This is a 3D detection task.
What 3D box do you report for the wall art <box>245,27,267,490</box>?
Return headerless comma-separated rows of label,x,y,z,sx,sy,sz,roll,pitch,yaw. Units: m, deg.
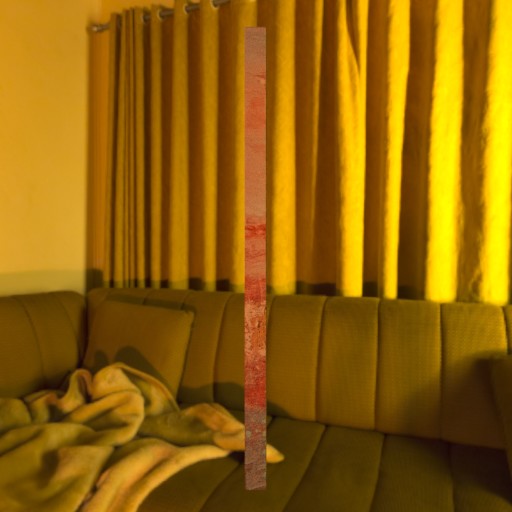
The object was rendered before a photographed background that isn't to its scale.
wall art,0.000,0.000,1.085,0.035,0.747,0.747,0,1,0
